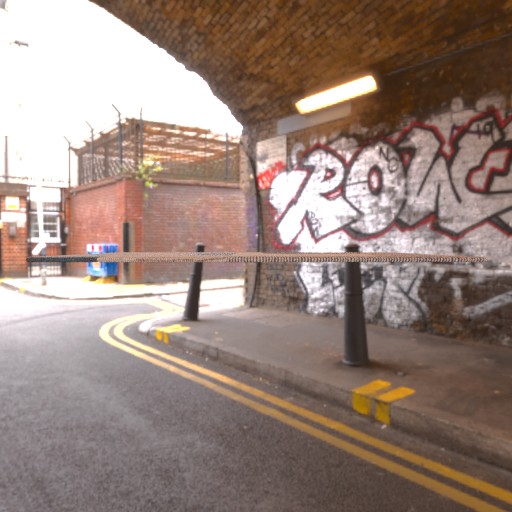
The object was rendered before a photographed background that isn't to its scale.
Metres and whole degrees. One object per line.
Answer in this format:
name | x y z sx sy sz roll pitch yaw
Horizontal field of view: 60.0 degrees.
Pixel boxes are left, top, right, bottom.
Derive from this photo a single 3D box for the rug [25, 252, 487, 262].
rug | 0.000 0.000 2.379 1.847 0.020 1.238 0 1 -1
